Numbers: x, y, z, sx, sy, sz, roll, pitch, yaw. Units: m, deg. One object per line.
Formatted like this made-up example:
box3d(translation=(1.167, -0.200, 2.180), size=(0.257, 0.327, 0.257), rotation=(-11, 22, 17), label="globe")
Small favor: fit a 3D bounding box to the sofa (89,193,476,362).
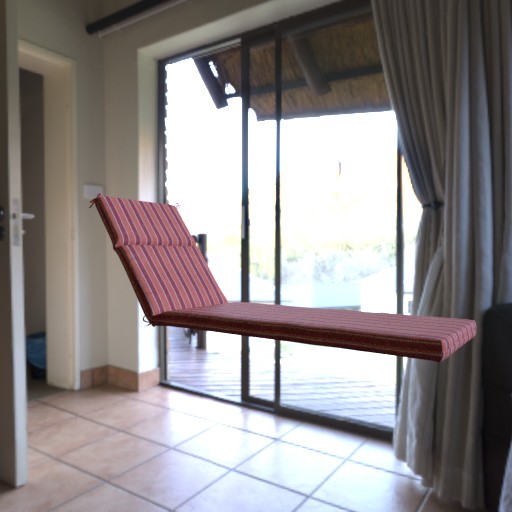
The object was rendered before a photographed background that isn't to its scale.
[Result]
box3d(translation=(0.000, 0.000, 1.926), size=(1.663, 0.622, 0.582), rotation=(0, 0, 36), label="sofa")
